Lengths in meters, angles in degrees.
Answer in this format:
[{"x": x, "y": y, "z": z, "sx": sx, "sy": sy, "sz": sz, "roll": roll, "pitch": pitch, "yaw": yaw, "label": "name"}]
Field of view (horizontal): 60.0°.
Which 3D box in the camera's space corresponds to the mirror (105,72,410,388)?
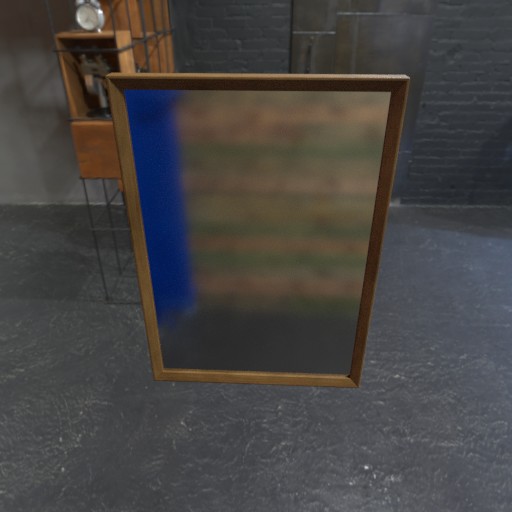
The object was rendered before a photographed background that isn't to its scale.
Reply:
[{"x": 0.000, "y": 0.000, "z": 0.930, "sx": 0.508, "sy": 0.711, "sz": 0.039, "roll": 1, "pitch": 30, "yaw": 2, "label": "mirror"}]
